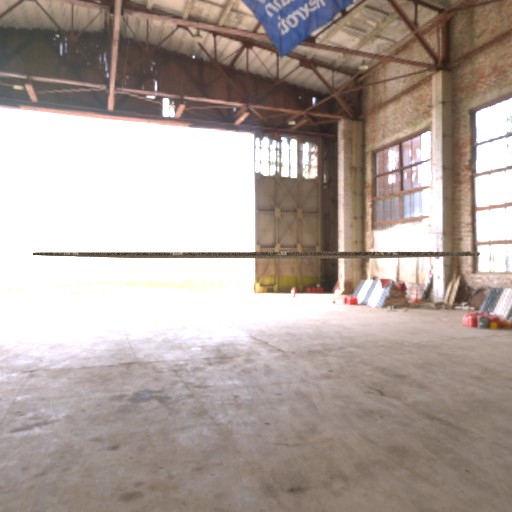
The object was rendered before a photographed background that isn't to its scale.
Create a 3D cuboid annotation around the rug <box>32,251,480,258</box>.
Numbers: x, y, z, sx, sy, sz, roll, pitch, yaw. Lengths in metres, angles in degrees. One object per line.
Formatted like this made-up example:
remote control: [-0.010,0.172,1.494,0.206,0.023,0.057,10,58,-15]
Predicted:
rug: [0.000,0.000,4.203,3.047,0.029,2.438,0,-1,0]
